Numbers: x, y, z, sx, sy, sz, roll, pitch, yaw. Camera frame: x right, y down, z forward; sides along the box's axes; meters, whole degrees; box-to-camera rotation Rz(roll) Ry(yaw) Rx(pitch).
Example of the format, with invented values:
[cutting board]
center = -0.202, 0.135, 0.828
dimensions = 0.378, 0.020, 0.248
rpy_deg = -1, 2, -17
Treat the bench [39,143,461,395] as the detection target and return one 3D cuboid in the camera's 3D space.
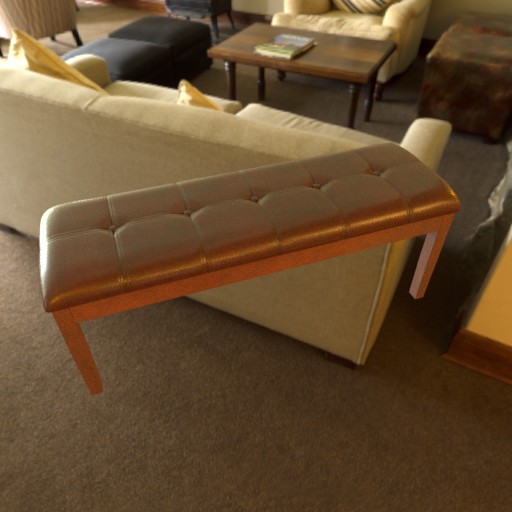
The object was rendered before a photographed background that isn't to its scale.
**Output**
[bench]
center = 0.000, 0.000, 1.503
dimensions = 1.259, 0.491, 0.401
rpy_deg = -14, 44, -15
